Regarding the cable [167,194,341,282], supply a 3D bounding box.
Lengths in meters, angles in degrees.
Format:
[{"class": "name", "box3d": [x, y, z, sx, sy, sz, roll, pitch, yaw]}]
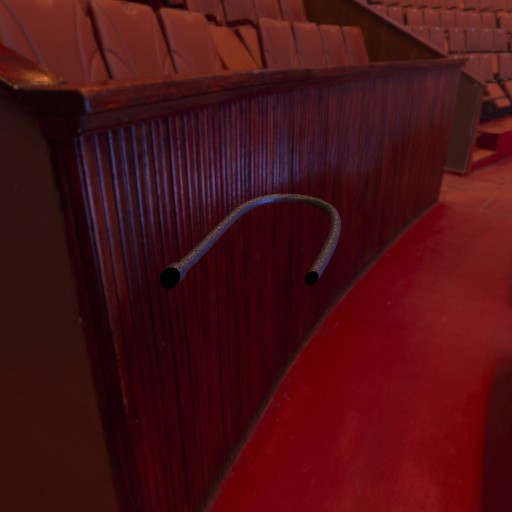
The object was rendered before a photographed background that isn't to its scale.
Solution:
[{"class": "cable", "box3d": [0.000, 0.000, 0.110, 0.041, 0.005, 0.098, 8, 27, 16]}]
